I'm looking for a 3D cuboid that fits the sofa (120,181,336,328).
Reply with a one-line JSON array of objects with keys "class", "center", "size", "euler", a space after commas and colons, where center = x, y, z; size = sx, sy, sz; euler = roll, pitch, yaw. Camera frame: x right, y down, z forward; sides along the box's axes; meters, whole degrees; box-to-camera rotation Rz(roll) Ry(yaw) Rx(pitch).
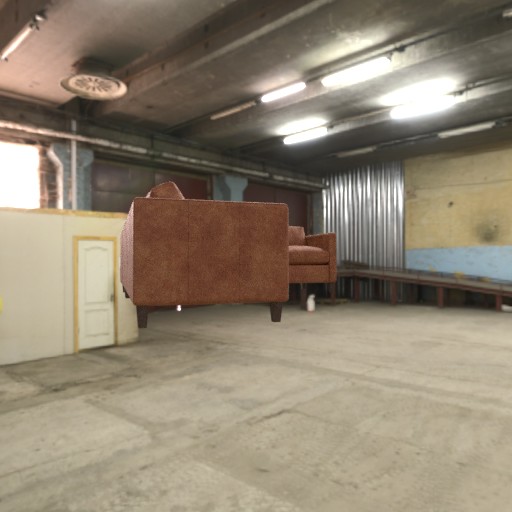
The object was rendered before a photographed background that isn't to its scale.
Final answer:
[{"class": "sofa", "center": [0.000, 0.000, 4.228], "size": [2.438, 0.838, 3.167], "euler": [0, -1, -18]}]
